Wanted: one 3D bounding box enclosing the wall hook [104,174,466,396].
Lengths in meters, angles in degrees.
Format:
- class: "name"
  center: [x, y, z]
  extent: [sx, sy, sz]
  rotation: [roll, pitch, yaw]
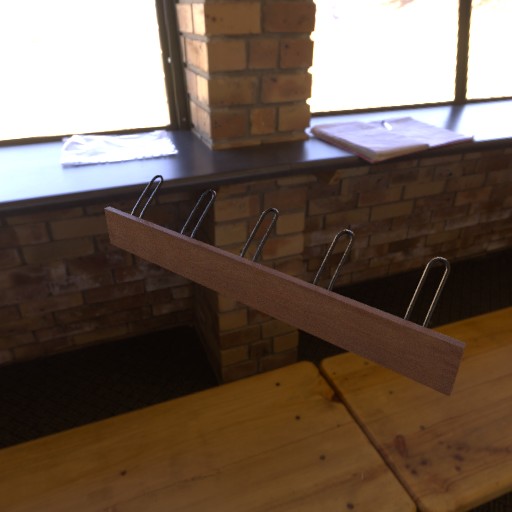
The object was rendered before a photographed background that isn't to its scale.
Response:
- class: "wall hook"
  center: [0.000, 0.000, 0.600]
  extent: [0.554, 0.116, 0.076]
  rotation: [20, 35, 32]
